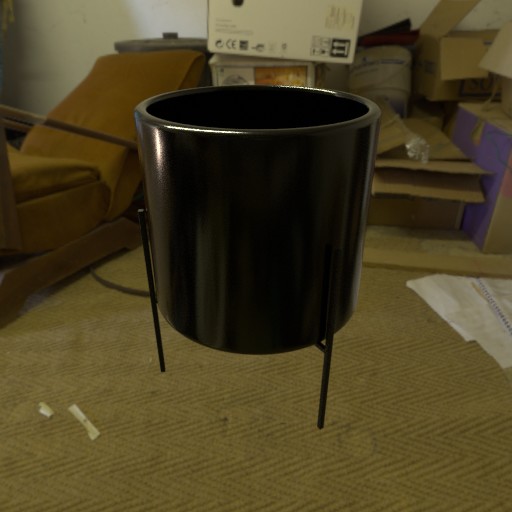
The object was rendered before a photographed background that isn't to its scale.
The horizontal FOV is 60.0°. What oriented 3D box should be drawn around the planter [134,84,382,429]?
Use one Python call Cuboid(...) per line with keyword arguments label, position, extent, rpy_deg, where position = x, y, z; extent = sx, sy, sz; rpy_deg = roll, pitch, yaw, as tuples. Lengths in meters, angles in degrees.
Cuboid(label="planter", position=(0.000, 0.000, 0.651), extent=(0.310, 0.432, 0.310), rpy_deg=(-10, 31, -18))
